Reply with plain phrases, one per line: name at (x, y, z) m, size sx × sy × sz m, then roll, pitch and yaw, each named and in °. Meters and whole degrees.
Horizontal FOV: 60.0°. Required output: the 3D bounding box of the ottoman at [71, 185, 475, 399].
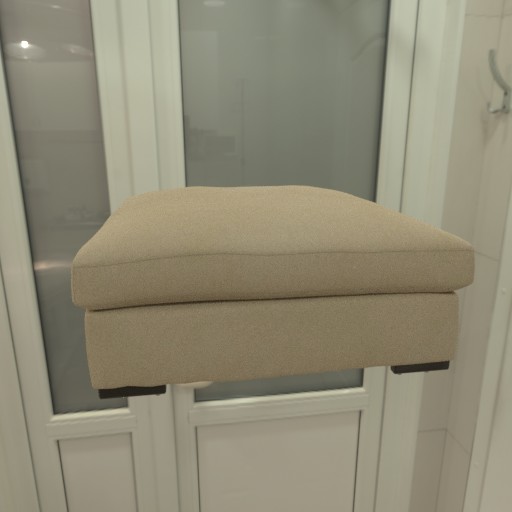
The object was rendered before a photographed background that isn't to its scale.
ottoman at (0.000, 0.000, 1.841) m, size 1.190 × 0.522 × 1.205 m, roll -2°, pitch 16°, yaw -8°
